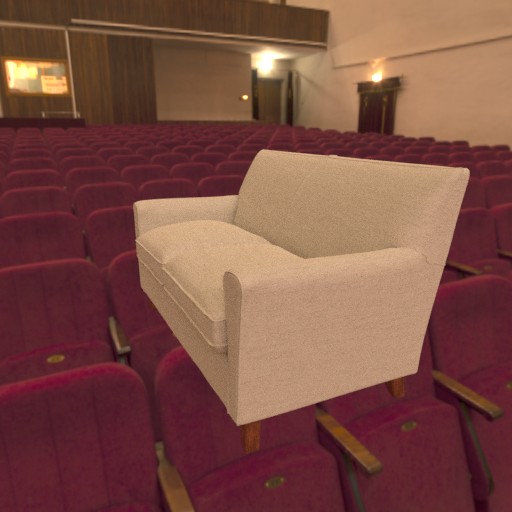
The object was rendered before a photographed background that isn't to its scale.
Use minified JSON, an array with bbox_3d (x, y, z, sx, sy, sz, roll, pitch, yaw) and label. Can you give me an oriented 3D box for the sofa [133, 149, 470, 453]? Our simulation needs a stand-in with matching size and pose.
[{"bbox_3d":[0.000,0.000,2.052,0.891,0.892,1.482,-8,18,-25],"label":"sofa"}]
